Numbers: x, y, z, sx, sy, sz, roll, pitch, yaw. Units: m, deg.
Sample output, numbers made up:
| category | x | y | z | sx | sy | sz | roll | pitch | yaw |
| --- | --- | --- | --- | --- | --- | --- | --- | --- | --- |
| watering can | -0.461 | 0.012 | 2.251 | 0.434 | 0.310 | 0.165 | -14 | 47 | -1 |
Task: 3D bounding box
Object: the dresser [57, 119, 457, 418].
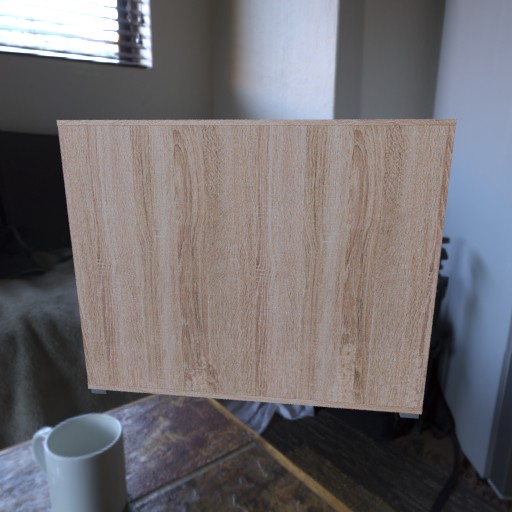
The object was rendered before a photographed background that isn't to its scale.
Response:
| category | x | y | z | sx | sy | sz | roll | pitch | yaw |
| --- | --- | --- | --- | --- | --- | --- | --- | --- | --- |
| dresser | 0.000 | 0.000 | 1.546 | 1.100 | 0.900 | 0.450 | 2 | 16 | 7 |
